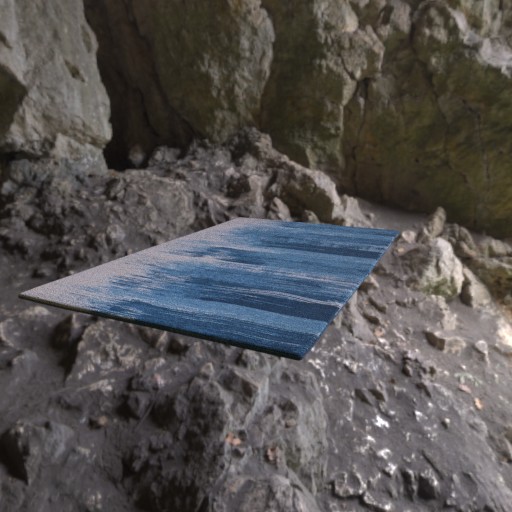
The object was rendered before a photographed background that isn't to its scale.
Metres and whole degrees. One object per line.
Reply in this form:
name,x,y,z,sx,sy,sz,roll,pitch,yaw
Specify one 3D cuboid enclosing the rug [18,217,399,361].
rug,0.000,0.000,2.974,1.540,0.027,2.450,7,17,24
